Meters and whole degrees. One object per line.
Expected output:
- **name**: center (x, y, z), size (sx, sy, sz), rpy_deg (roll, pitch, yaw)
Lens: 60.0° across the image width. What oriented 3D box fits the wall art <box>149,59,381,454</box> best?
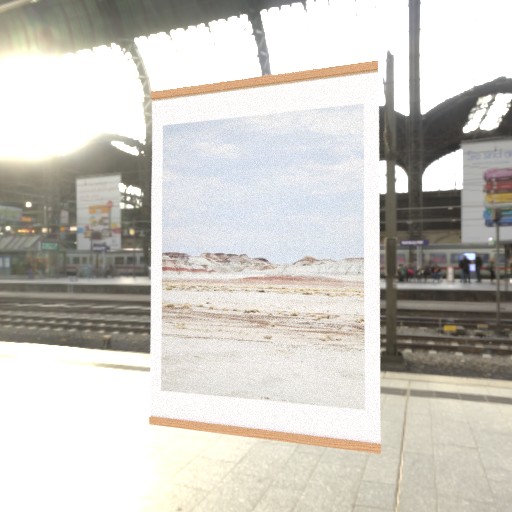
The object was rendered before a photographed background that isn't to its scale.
- **wall art**: center (0.000, 0.000, 1.879), size (1.011, 1.521, 0.025), rpy_deg (0, -1, 18)
